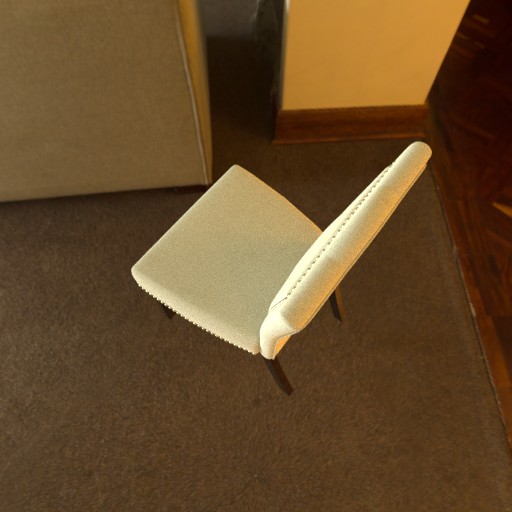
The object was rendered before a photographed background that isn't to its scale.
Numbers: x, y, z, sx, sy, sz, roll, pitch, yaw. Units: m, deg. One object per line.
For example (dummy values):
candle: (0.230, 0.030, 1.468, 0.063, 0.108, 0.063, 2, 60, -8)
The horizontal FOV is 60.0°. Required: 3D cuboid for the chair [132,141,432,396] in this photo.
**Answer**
chair: (0.000, 0.000, 1.304, 0.589, 0.946, 0.518, 35, 69, 16)
